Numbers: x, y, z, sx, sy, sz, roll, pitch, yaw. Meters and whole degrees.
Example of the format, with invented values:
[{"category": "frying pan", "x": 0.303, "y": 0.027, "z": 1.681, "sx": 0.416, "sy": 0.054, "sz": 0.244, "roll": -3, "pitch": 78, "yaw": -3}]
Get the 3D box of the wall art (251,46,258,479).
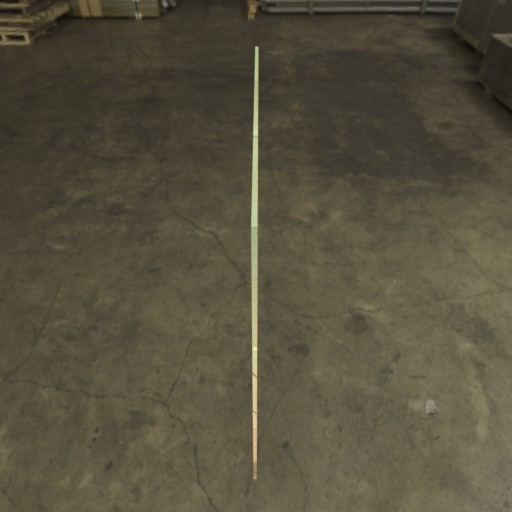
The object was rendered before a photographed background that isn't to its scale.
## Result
[{"category": "wall art", "x": 0.000, "y": 0.000, "z": 1.760, "sx": 0.013, "sy": 1.219, "sz": 1.214, "roll": 0, "pitch": 41, "yaw": 0}]
